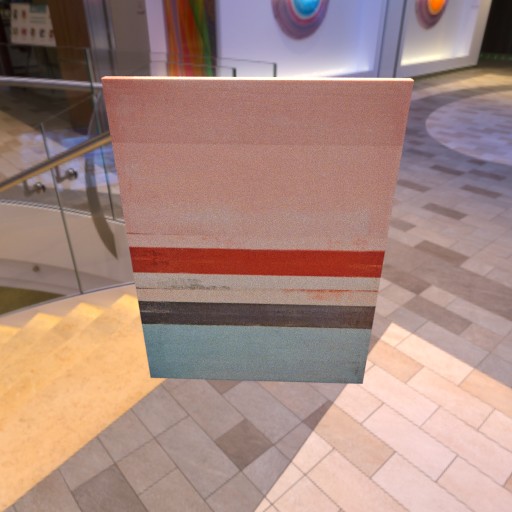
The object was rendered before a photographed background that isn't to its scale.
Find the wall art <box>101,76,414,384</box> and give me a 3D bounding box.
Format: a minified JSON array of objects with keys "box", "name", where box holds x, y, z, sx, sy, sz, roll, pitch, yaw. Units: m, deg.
[{"box":[0.000,0.000,1.350,0.761,1.016,0.039,1,30,2],"name":"wall art"}]
